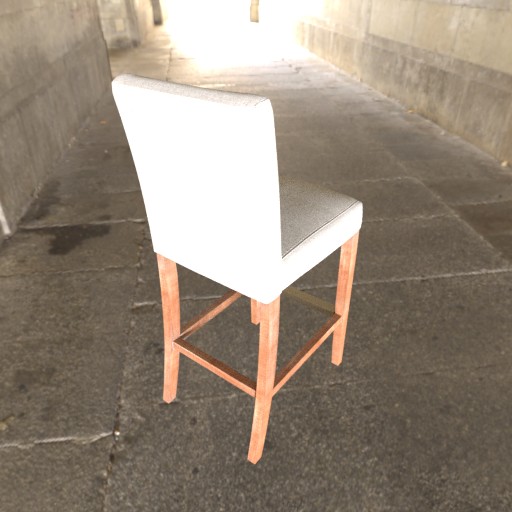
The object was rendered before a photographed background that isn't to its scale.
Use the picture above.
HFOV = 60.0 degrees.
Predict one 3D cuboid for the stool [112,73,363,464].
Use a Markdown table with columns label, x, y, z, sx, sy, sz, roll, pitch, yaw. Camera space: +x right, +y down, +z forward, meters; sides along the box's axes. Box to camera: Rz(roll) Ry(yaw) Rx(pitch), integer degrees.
| label | x | y | z | sx | sy | sz | roll | pitch | yaw |
| --- | --- | --- | --- | --- | --- | --- | --- | --- | --- |
| stool | 0.000 | 0.000 | 1.363 | 0.439 | 1.088 | 0.570 | 22 | 39 | 31 |
